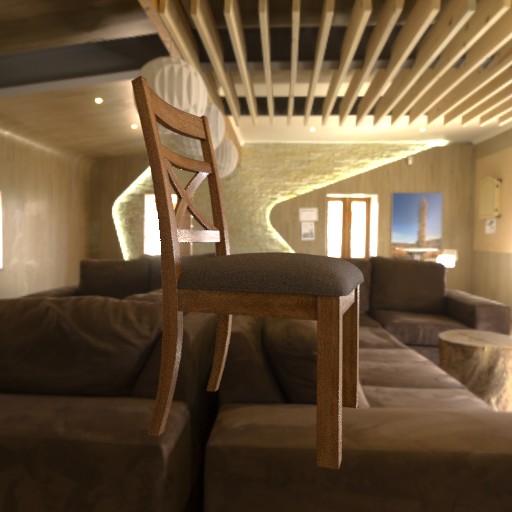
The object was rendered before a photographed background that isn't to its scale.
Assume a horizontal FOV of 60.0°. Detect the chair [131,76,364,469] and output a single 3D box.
[{"bbox_3d":[0.000,0.000,1.284,0.581,0.949,0.470,1,2,19],"label":"chair"}]
